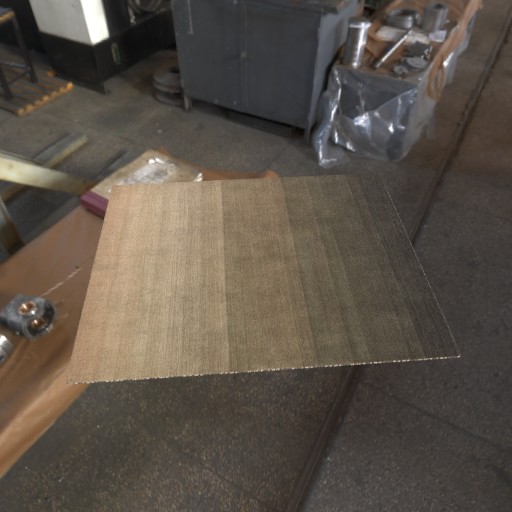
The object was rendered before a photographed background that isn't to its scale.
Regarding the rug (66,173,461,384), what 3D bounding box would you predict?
[{"bbox_3d":[0.000,0.000,4.014,2.902,0.017,2.306,-3,47,-3],"label":"rug"}]
